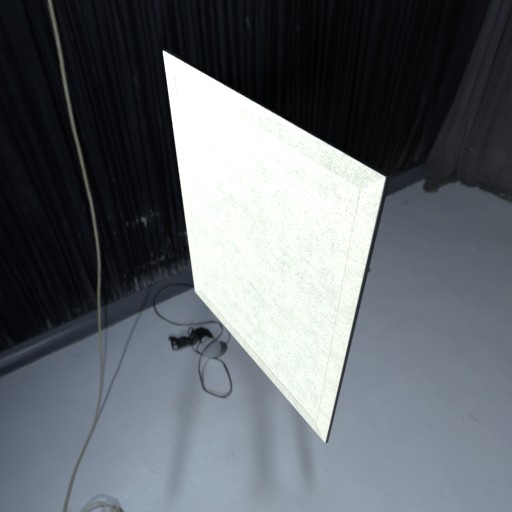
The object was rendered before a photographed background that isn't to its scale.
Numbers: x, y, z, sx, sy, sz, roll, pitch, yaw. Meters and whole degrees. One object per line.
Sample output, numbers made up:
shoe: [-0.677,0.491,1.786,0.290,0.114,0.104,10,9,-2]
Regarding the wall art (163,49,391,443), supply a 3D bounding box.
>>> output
wall art: [0.000,0.000,0.620,0.023,0.457,0.381,-26,48,-26]
